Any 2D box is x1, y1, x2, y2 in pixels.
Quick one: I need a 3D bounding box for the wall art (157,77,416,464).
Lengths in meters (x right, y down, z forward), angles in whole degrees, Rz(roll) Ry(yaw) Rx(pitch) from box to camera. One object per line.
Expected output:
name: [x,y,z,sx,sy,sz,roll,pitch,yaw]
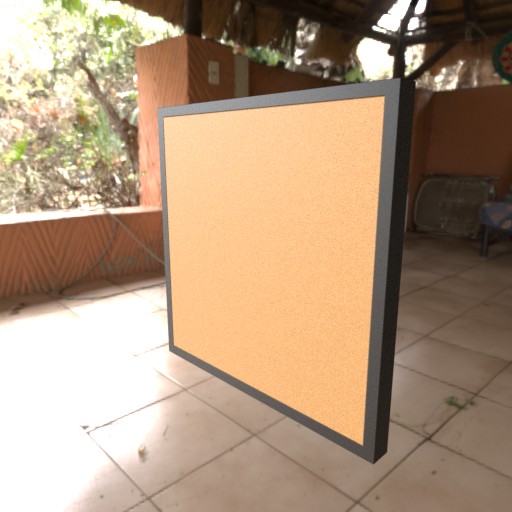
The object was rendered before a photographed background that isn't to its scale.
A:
wall art: [0.000,0.000,0.748,0.037,0.506,0.506,-13,18,-43]
